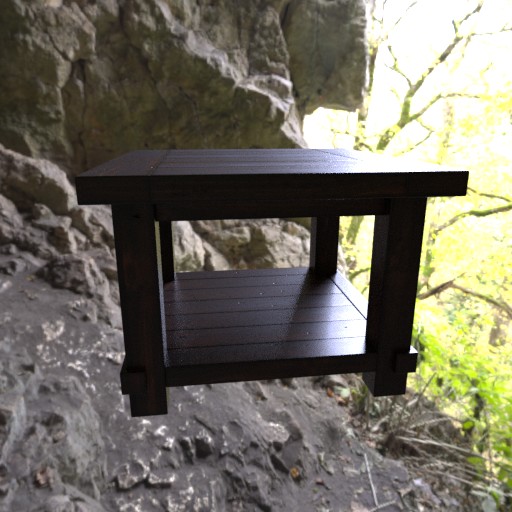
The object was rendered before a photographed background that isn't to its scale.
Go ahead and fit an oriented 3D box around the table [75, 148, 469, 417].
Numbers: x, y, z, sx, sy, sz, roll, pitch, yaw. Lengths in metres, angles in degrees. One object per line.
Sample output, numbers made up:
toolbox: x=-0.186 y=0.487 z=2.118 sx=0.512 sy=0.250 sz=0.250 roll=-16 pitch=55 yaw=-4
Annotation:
table: x=0.000 y=0.000 z=1.004 sx=0.593 sy=0.437 sz=0.606 roll=-2 pitch=17 yaw=-7
